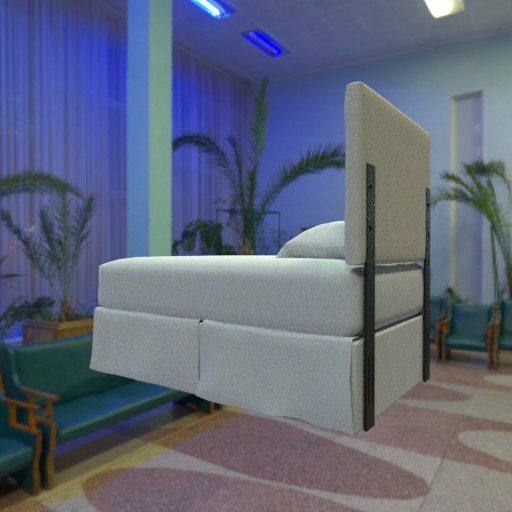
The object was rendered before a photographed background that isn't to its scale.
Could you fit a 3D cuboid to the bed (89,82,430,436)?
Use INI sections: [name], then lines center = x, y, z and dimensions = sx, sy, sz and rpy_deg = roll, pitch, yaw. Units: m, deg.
[bed]
center = 0.000, 0.000, 2.982
dimensions = 1.997, 1.571, 1.261
rpy_deg = 0, 1, 36
